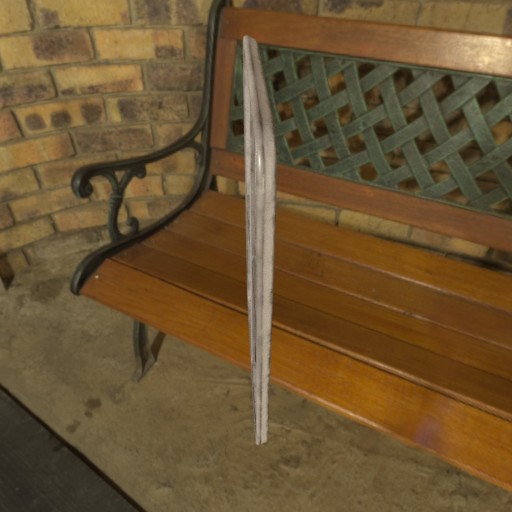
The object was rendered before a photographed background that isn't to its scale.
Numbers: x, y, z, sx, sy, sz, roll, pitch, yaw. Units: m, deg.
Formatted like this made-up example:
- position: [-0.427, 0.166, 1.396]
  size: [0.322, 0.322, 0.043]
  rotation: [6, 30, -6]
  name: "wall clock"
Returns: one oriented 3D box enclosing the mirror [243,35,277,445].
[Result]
- position: [0.000, 0.000, 0.872]
  size: [0.024, 0.713, 0.461]
  rotation: [-2, 41, -2]
  name: "mirror"
